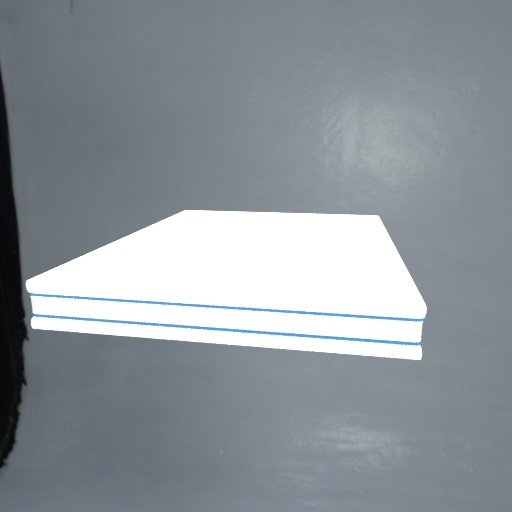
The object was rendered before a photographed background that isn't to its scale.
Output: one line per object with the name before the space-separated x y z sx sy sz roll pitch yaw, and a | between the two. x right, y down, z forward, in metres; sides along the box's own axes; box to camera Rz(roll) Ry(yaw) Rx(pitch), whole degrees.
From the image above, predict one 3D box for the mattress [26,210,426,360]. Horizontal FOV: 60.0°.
mattress | 0.000 0.000 2.688 1.600 0.230 2.000 3 15 10
